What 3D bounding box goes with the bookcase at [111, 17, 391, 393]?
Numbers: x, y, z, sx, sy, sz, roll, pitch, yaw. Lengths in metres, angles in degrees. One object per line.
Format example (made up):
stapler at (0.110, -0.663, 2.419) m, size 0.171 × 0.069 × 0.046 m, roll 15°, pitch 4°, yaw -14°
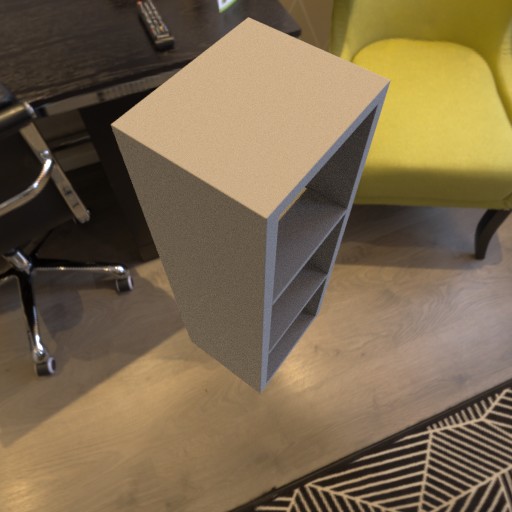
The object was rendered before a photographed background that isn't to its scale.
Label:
bookcase at (0.000, 0.000, 1.252) m, size 0.330 × 1.080 × 0.390 m, roll 33°, pitch 65°, yaw 18°
